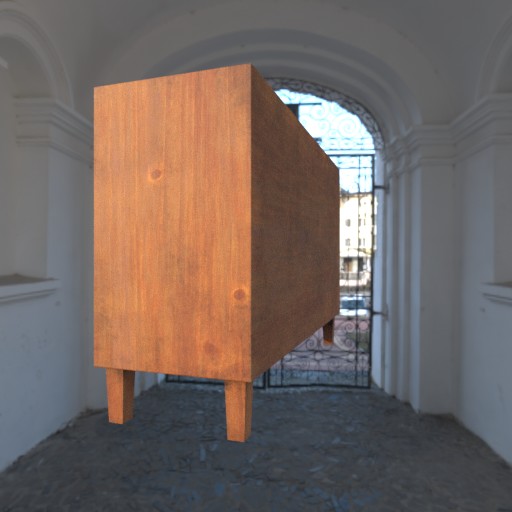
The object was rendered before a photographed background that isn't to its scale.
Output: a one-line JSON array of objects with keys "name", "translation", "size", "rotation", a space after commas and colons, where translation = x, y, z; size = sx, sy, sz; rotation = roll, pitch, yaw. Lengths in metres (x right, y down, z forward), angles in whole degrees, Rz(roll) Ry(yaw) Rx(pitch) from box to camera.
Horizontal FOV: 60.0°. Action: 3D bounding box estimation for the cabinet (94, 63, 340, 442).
[{"name": "cabinet", "translation": [0.000, 0.000, 1.560], "size": [0.403, 0.805, 1.204], "rotation": [0, 0, 19]}]
